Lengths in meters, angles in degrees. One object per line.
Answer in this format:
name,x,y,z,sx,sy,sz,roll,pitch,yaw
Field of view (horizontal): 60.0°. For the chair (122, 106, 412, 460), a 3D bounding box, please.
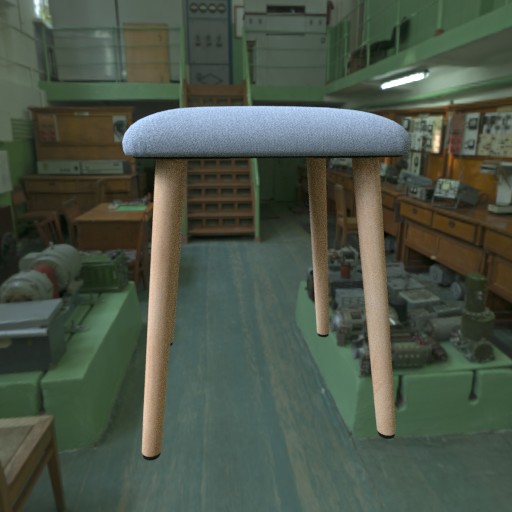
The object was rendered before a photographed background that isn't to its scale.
chair,0.000,0.000,0.695,0.350,0.440,0.350,-2,15,-7
